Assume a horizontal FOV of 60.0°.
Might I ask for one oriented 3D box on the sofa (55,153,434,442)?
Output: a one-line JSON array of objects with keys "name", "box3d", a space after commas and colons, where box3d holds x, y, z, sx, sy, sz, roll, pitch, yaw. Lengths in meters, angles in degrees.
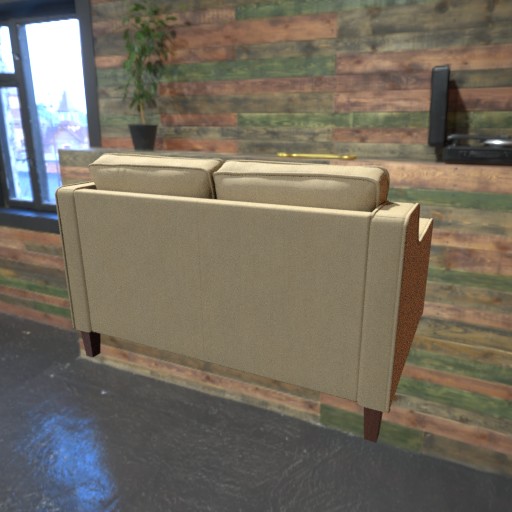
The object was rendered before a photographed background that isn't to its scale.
[{"name": "sofa", "box3d": [0.000, 0.000, 2.147, 1.501, 0.971, 0.987, 8, 18, 25]}]
